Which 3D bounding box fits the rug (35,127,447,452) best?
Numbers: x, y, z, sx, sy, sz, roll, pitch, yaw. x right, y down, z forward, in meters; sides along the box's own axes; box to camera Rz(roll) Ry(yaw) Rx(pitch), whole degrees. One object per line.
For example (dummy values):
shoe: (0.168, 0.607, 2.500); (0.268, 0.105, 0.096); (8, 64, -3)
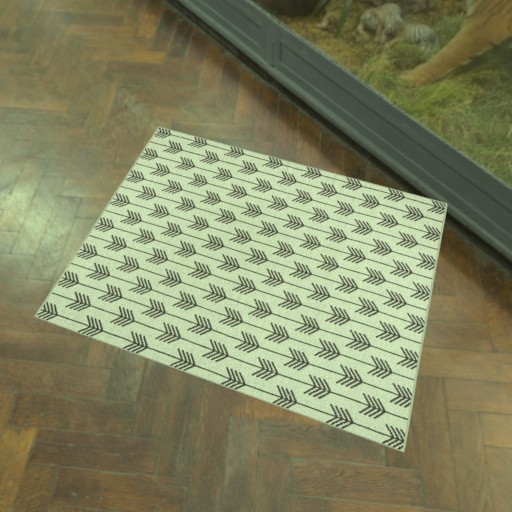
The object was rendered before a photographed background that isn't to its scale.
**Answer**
rug: (0.000, 0.000, 3.948); (3.061, 0.010, 2.330); (17, 61, 10)
